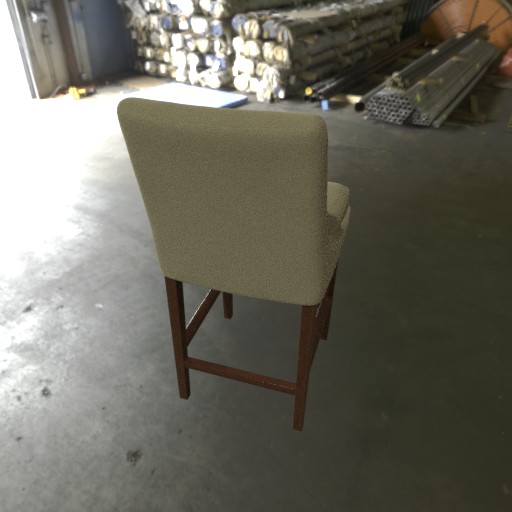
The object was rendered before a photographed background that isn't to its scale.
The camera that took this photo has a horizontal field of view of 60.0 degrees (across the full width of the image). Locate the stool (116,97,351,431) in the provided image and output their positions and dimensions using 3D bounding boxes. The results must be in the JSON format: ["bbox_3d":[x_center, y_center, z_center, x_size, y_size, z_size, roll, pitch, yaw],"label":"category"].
[{"bbox_3d":[0.000,0.000,1.287,0.470,0.981,0.577,10,35,15],"label":"stool"}]
